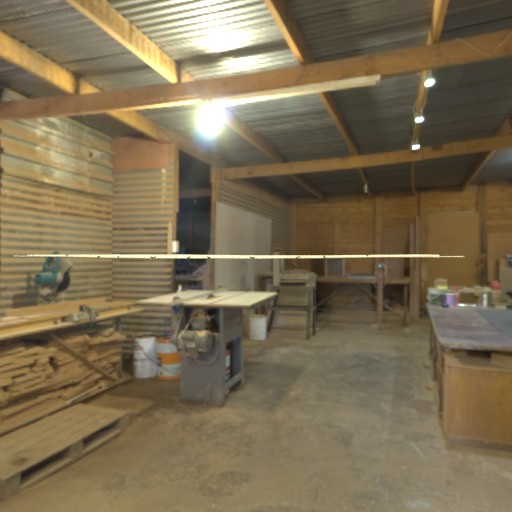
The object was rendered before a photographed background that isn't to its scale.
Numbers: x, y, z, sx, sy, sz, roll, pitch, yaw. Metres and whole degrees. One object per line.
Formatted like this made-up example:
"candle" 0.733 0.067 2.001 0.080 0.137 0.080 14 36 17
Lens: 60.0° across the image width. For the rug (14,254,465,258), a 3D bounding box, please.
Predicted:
"rug" 0.000 0.000 4.047 3.221 0.026 2.342 0 0 18
